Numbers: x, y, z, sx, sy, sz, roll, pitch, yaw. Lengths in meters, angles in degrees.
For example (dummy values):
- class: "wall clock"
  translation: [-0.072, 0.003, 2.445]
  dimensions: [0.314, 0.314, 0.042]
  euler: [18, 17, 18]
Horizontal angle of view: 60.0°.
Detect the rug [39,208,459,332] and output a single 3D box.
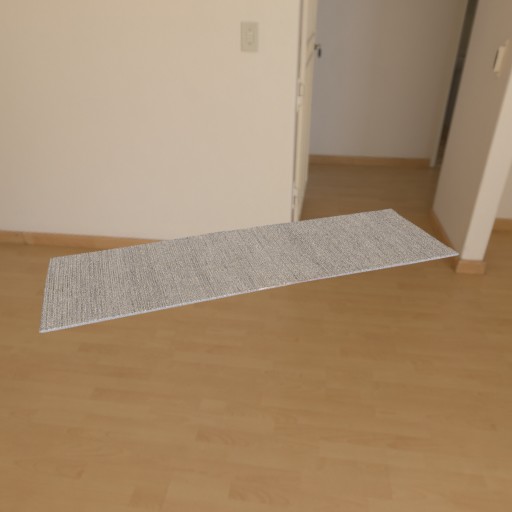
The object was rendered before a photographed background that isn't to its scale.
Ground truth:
- class: "rug"
  translation: [0.000, 0.000, 2.615]
  dimensions: [2.320, 0.032, 0.692]
  euler: [-9, 31, -15]
